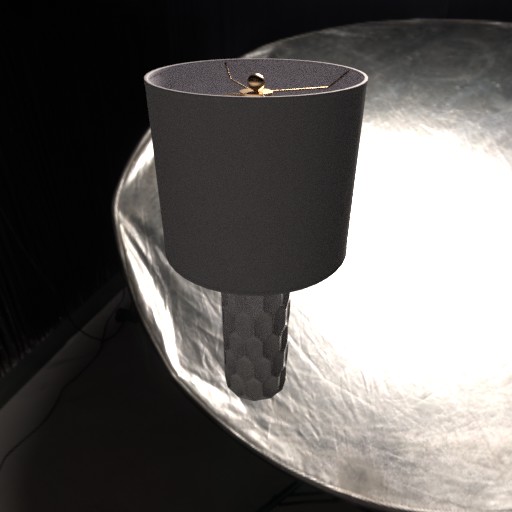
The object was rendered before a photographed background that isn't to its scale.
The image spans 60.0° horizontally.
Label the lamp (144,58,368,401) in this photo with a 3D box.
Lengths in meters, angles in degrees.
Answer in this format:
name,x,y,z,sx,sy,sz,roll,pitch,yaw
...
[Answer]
name,x,y,z,sx,sy,sz,roll,pitch,yaw
lamp,0.000,0.000,0.697,0.277,0.537,0.277,10,33,16
